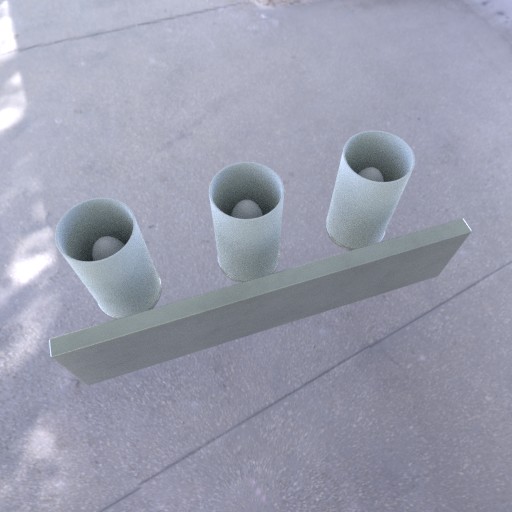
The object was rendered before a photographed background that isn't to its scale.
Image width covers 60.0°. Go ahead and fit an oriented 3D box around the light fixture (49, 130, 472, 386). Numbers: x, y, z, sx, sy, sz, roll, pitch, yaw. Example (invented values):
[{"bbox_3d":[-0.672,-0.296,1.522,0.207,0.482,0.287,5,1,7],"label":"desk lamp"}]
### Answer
[{"bbox_3d":[0.000,0.000,0.526,0.451,0.172,0.145,-16,61,-9],"label":"light fixture"}]
